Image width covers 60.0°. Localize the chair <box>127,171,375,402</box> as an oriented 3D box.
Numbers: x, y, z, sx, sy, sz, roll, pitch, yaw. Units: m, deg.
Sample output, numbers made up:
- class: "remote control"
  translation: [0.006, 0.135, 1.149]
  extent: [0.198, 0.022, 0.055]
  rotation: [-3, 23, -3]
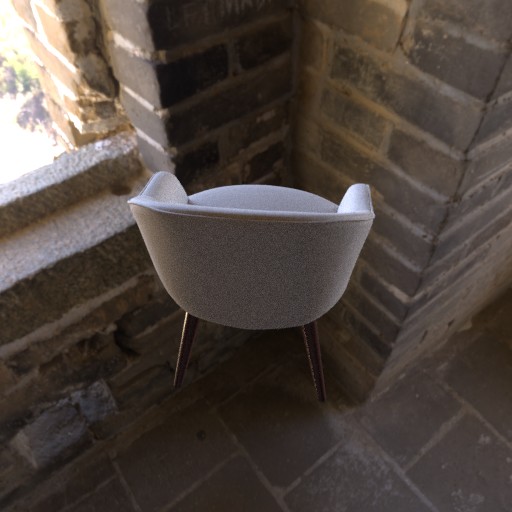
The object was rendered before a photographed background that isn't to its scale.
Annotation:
- class: "chair"
  translation: [0.000, 0.000, 1.273]
  extent: [0.596, 0.823, 0.635]
  rotation: [4, 46, 4]
